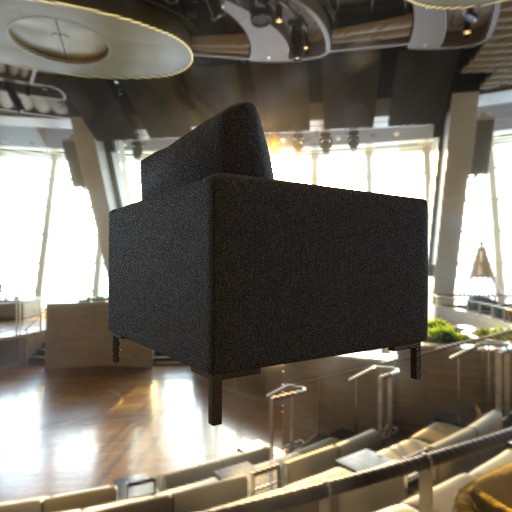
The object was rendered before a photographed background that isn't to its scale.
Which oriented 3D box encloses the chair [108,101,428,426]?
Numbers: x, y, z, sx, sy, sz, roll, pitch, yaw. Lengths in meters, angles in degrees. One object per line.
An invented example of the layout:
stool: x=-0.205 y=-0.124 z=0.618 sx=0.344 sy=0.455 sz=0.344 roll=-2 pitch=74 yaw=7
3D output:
chair: x=0.000 y=0.000 z=1.695 sx=0.866 sy=0.861 sz=0.963 roll=1 pitch=-1 yaw=-34
